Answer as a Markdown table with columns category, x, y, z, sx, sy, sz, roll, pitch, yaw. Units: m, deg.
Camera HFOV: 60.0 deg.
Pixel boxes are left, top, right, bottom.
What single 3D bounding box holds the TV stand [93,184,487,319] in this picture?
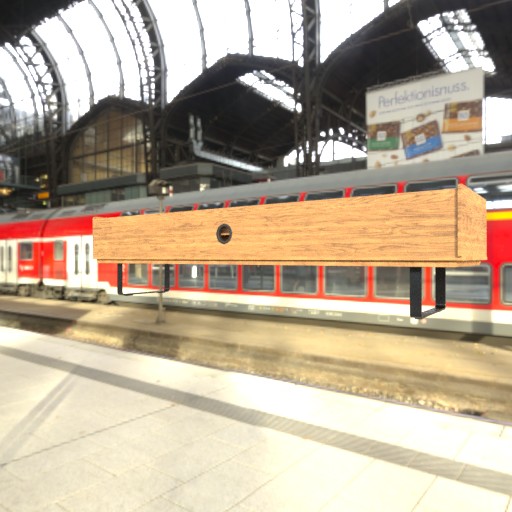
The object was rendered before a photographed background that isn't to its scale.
| category | x | y | z | sx | sy | sz | roll | pitch | yaw |
| --- | --- | --- | --- | --- | --- | --- | --- | --- | --- |
| TV stand | 0.000 | 0.000 | 1.994 | 1.796 | 0.415 | 0.467 | 0 | 0 | 36 |
